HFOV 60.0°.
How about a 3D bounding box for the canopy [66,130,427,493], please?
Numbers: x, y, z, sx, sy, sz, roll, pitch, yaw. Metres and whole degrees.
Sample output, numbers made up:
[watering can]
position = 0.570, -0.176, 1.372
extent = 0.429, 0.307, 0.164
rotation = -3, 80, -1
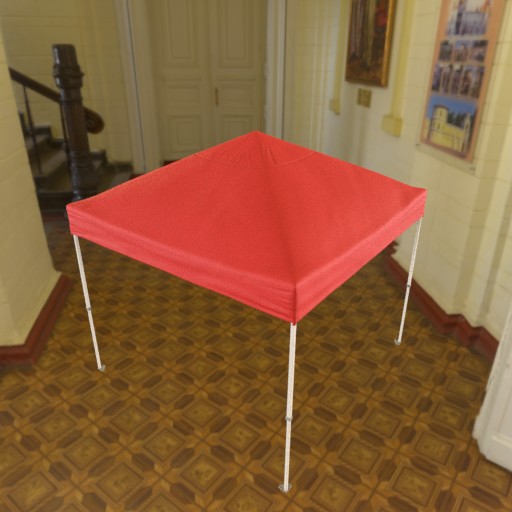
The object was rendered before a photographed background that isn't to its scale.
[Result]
[canopy]
position = 0.000, 0.000, 5.426
extent = 2.998, 2.997, 2.996
rotation = 18, 31, 33
